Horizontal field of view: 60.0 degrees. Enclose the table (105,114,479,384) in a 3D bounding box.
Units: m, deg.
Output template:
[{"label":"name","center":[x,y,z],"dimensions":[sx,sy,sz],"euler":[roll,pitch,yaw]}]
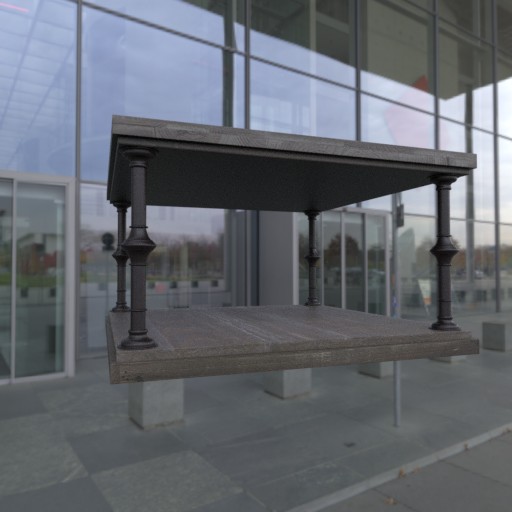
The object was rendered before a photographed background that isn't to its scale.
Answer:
[{"label":"table","center":[0.000,0.000,1.098],"dimensions":[0.696,0.400,0.696],"euler":[1,-2,-19]}]
